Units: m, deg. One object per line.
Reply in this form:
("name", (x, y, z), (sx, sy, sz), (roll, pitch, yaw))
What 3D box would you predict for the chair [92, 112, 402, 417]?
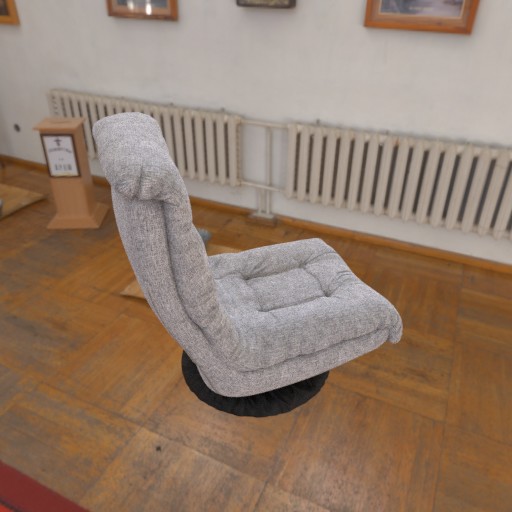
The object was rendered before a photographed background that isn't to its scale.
("chair", (0.000, 0.000, 0.972), (0.583, 0.600, 0.400), (-10, 31, -17))
